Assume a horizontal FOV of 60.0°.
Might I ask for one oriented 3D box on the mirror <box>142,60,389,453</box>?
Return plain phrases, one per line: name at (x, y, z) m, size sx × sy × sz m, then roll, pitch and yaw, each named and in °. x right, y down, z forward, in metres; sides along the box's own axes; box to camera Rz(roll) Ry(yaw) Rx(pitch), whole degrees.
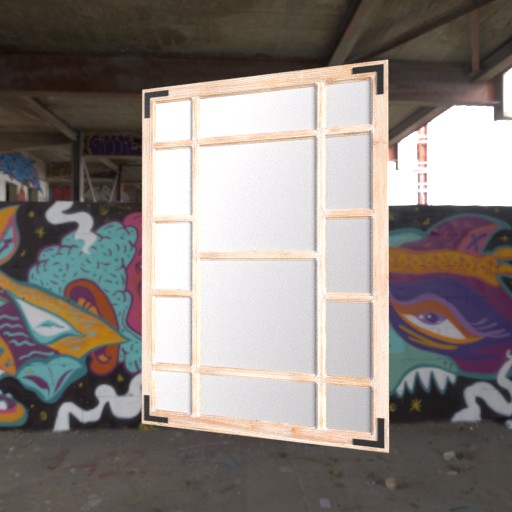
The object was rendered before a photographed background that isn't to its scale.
mirror at (0.000, 0.000, 1.231) m, size 0.705 × 0.996 × 0.025 m, roll 0°, pitch 0°, yaw 17°
